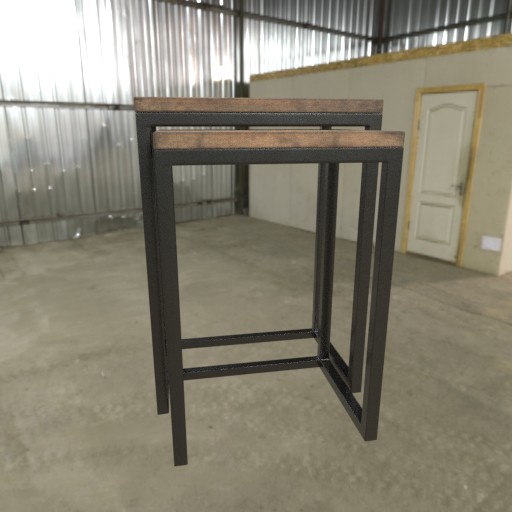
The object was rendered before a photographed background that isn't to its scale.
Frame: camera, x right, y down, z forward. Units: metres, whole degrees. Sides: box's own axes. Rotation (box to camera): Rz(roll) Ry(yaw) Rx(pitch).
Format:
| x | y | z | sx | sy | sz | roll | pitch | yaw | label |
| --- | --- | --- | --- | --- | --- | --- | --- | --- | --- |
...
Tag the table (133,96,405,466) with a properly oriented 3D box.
| x | y | z | sx | sy | sz | roll | pitch | yaw | label |
| --- | --- | --- | --- | --- | --- | --- | --- | --- | --- |
| 0.000 | 0.000 | 0.926 | 0.456 | 0.615 | 0.460 | -2 | 17 | -8 | table |
